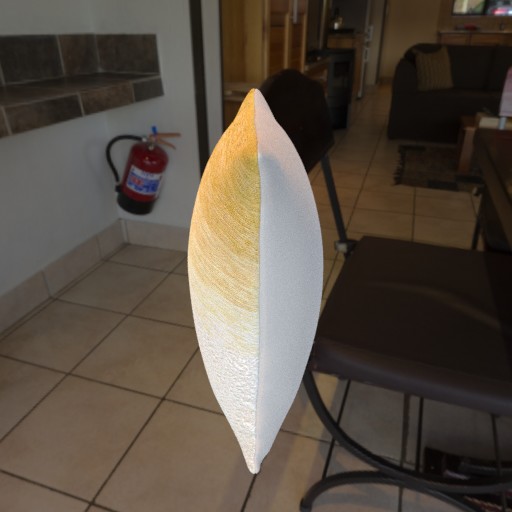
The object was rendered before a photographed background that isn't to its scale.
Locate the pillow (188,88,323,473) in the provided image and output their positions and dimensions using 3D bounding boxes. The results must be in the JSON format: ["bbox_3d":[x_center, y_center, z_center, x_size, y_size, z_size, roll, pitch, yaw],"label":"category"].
[{"bbox_3d":[0.000,0.000,0.703,0.211,0.450,0.450,0,27,0],"label":"pillow"}]
